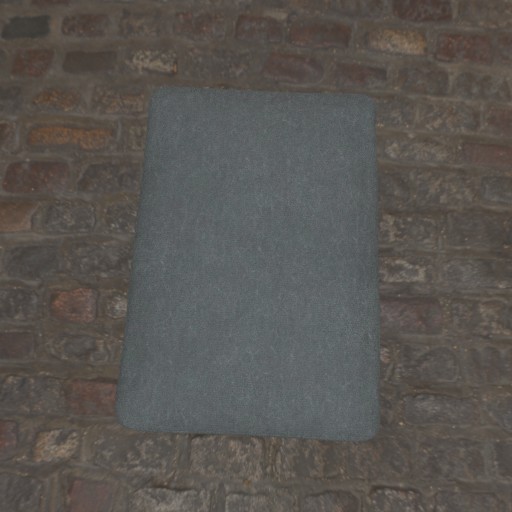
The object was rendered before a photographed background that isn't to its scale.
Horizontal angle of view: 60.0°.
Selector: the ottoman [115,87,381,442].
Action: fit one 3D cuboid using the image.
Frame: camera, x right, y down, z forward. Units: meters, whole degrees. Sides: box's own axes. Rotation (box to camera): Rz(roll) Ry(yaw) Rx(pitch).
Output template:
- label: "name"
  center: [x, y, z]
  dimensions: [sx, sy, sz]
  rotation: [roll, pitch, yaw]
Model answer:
- label: "ottoman"
  center: [0.000, 0.000, 1.594]
  dimensions: [0.840, 0.429, 1.199]
  rotation: [3, 77, 1]
